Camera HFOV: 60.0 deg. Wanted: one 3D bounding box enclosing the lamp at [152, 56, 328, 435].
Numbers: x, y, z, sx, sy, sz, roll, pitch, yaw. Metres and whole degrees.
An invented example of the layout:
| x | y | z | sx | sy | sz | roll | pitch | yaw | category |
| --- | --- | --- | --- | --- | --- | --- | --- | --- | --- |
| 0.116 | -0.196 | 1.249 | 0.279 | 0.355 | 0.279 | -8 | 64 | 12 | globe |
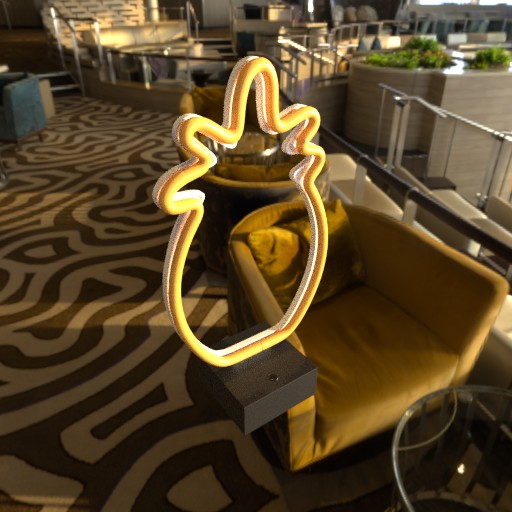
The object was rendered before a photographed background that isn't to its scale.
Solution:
| x | y | z | sx | sy | sz | roll | pitch | yaw | category |
| --- | --- | --- | --- | --- | --- | --- | --- | --- | --- |
| 0.000 | 0.000 | 0.385 | 0.167 | 0.317 | 0.088 | -20 | 36 | -30 | lamp |
